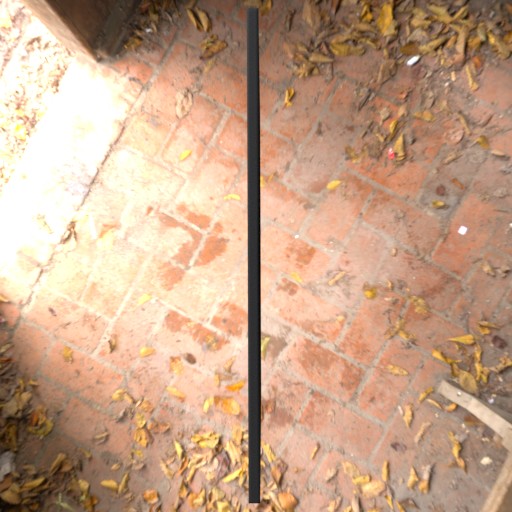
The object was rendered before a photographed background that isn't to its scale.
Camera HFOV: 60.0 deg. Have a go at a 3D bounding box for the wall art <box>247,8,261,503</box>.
[{"bbox_3d":[0.000,0.000,1.186,0.026,0.656,0.958,0,90,1],"label":"wall art"}]
